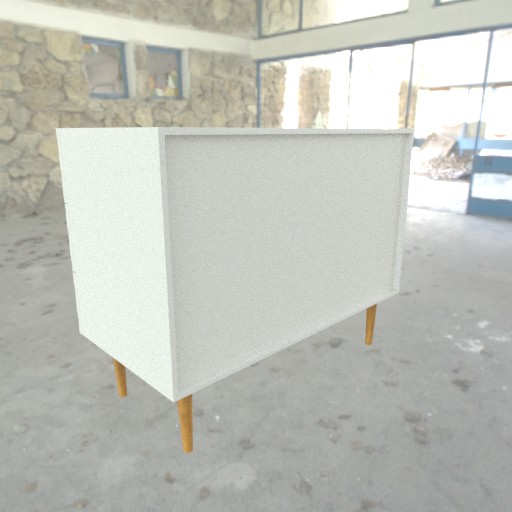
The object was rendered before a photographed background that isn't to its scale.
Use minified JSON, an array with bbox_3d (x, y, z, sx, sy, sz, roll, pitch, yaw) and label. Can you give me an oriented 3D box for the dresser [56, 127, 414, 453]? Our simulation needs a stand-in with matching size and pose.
[{"bbox_3d":[0.000,0.000,1.306,0.905,0.721,0.457,-15,21,-42],"label":"dresser"}]
